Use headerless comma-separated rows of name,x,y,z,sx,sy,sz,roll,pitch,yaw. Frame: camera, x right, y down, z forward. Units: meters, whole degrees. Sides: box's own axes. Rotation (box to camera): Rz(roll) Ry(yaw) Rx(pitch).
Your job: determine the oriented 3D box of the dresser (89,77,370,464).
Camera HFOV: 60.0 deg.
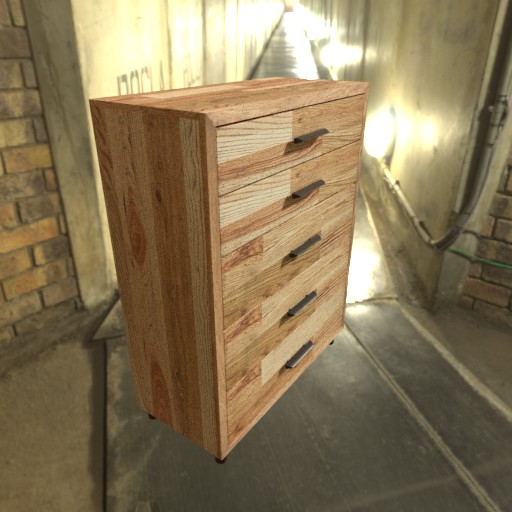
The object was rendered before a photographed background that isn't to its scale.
dresser,0.000,0.000,1.761,0.480,1.243,0.966,18,31,32
